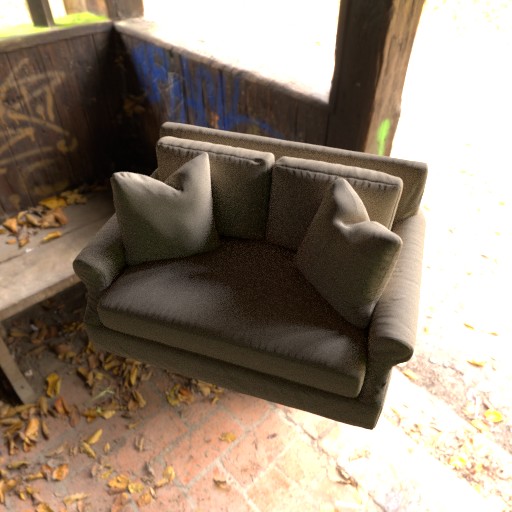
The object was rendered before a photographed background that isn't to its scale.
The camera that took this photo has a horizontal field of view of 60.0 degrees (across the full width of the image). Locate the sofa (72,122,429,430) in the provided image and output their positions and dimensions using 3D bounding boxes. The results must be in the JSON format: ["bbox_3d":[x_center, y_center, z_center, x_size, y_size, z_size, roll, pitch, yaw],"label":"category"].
[{"bbox_3d":[0.000,0.000,2.187,1.550,0.905,1.070,13,43,14],"label":"sofa"}]
